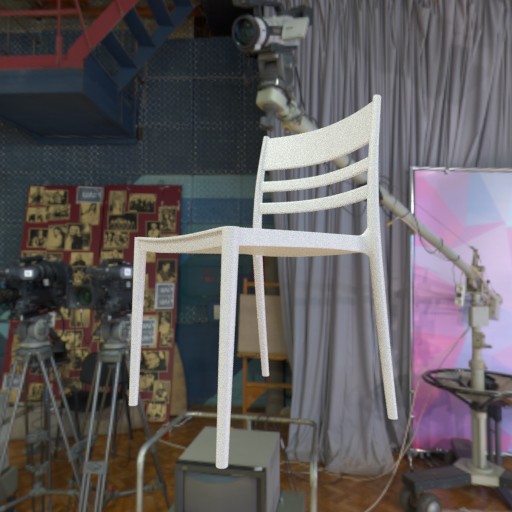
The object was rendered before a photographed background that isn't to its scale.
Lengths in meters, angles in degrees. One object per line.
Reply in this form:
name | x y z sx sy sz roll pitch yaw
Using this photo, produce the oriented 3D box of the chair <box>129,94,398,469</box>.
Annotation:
chair | 0.000 0.000 1.158 0.511 0.800 0.531 1 -1 -37
